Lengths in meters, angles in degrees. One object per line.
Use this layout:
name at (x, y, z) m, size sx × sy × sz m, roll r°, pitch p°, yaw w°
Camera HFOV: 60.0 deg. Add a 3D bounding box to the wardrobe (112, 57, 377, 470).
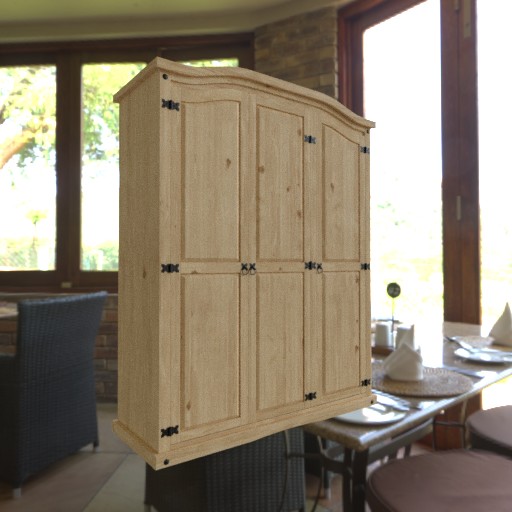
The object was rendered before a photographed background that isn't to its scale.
wardrobe at (0.000, 0.000, 2.597) m, size 1.500 × 1.870 × 0.570 m, roll 1°, pitch -1°, yaw -37°
